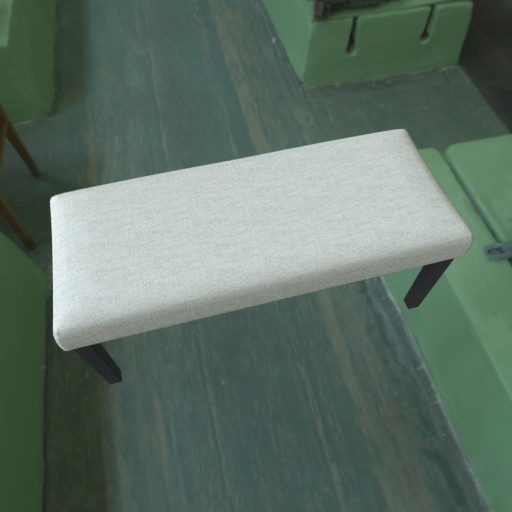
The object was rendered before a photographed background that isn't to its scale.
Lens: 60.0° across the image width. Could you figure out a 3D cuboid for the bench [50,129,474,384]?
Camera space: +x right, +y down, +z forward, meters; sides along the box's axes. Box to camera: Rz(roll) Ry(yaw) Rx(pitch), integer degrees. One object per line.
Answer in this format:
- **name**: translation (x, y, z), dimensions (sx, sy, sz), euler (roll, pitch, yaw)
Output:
- **bench**: translation (0.000, 0.000, 1.270), dimensions (1.013, 0.456, 0.407), euler (-13, 59, -8)
